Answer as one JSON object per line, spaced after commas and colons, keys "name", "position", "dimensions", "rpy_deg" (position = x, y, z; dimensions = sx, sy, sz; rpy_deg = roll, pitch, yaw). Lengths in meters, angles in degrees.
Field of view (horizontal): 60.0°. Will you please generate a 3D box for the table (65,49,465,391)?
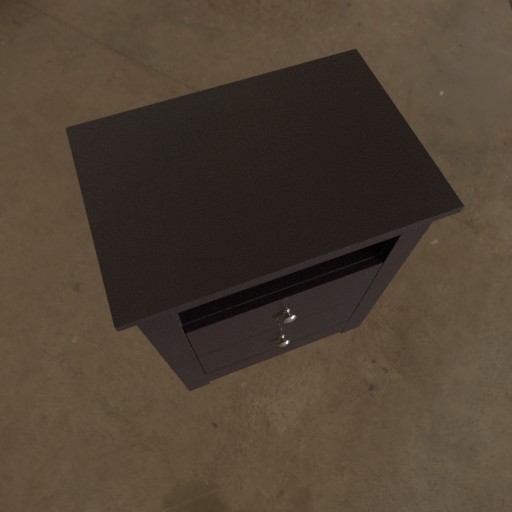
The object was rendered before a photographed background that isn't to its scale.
{"name": "table", "position": [0.000, 0.000, 1.089], "dimensions": [0.589, 0.711, 0.408], "rpy_deg": [-19, 65, -9]}
